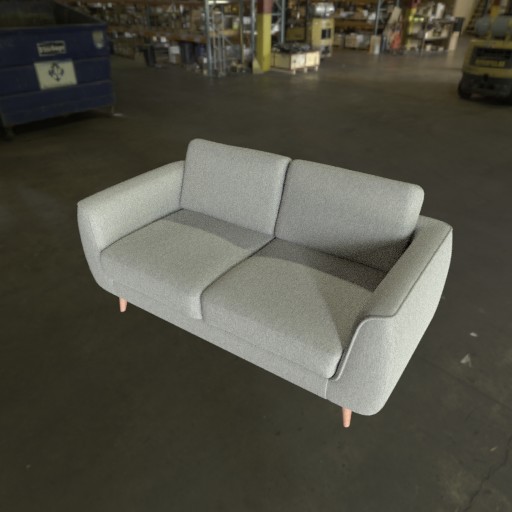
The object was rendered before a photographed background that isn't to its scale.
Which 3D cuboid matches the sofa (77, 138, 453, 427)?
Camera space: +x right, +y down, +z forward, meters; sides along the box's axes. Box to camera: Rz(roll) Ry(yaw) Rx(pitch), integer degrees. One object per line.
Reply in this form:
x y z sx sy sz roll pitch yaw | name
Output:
0.000 0.000 2.237 1.700 0.850 0.920 19 36 29 | sofa
